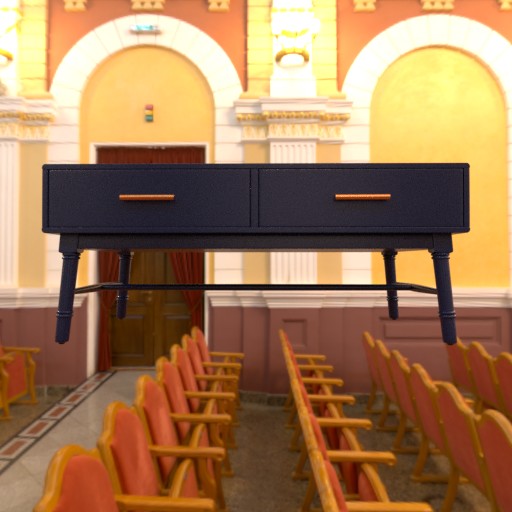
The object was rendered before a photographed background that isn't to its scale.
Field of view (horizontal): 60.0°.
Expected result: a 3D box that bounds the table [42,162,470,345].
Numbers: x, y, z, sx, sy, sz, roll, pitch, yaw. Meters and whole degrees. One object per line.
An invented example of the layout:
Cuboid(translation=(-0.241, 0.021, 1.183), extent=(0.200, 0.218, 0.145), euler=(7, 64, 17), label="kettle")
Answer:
Cuboid(translation=(0.000, 0.000, 1.366), extent=(1.067, 0.457, 0.572), euler=(0, -1, 1), label="table")
